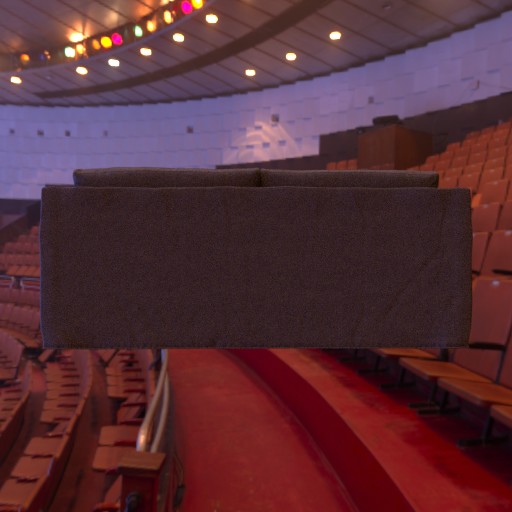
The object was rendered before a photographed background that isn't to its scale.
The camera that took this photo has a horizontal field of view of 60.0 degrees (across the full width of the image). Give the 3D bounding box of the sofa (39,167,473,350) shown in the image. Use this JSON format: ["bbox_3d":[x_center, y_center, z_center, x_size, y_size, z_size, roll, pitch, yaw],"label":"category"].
[{"bbox_3d":[0.000,0.000,2.449,1.982,0.855,0.953,0,-1,-1],"label":"sofa"}]
